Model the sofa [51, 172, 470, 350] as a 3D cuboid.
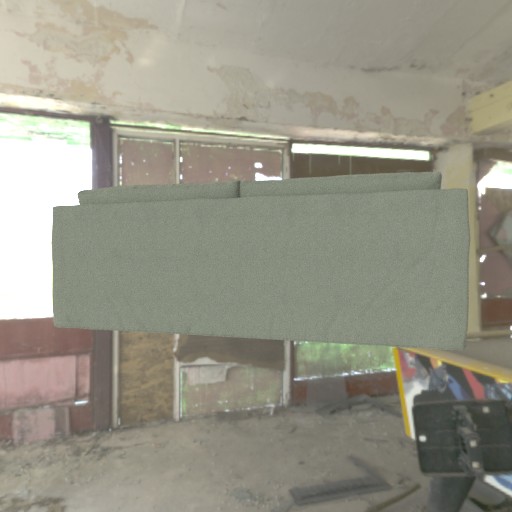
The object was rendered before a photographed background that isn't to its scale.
[{"bbox_3d":[0.000,0.000,2.750,2.312,0.853,0.962,0,0,17],"label":"sofa"}]
